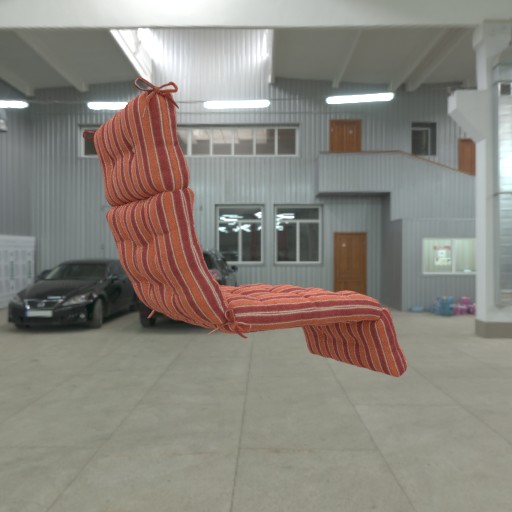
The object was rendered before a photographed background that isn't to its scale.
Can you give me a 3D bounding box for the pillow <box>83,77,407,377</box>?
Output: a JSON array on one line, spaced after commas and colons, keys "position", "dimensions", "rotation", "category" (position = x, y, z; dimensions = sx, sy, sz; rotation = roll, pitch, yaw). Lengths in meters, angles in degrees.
[{"position": [0.000, 0.000, 1.508], "dimensions": [1.016, 0.863, 0.526], "rotation": [0, 0, -34], "category": "pillow"}]
